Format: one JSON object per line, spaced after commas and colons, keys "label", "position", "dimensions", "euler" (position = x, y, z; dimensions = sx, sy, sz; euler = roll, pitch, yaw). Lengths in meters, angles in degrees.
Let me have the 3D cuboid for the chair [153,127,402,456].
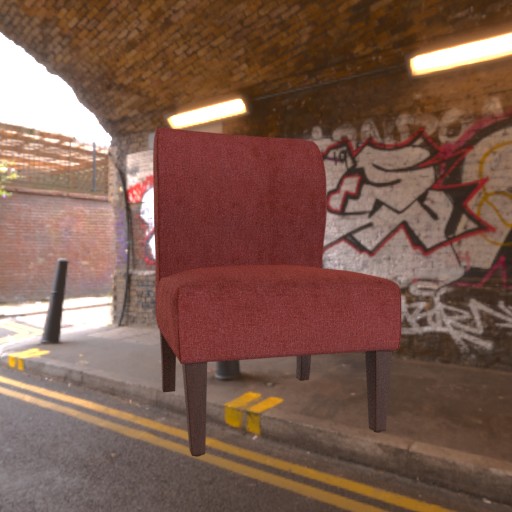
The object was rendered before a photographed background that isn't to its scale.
{"label": "chair", "position": [0.000, 0.000, 1.259], "dimensions": [0.538, 0.846, 0.640], "euler": [0, -1, -17]}
